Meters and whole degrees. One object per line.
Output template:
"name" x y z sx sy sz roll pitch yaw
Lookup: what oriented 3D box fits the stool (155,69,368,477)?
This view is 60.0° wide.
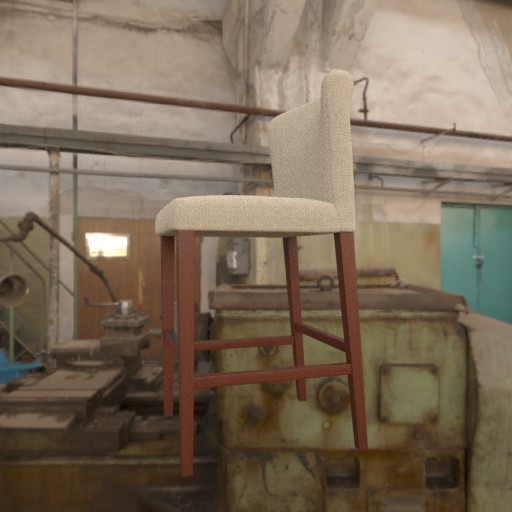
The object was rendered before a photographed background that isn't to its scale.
"stool" 0.000 0.000 1.355 0.568 1.069 0.481 0 1 -17
